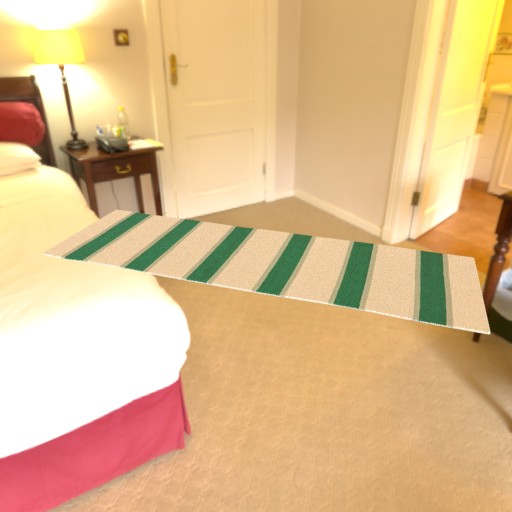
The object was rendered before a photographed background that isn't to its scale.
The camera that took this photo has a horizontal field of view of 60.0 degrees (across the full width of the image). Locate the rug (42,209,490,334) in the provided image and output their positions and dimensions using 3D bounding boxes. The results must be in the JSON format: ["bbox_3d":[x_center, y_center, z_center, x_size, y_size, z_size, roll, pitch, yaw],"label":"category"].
[{"bbox_3d":[0.000,0.000,2.624,2.438,0.012,0.768,9,28,16],"label":"rug"}]
